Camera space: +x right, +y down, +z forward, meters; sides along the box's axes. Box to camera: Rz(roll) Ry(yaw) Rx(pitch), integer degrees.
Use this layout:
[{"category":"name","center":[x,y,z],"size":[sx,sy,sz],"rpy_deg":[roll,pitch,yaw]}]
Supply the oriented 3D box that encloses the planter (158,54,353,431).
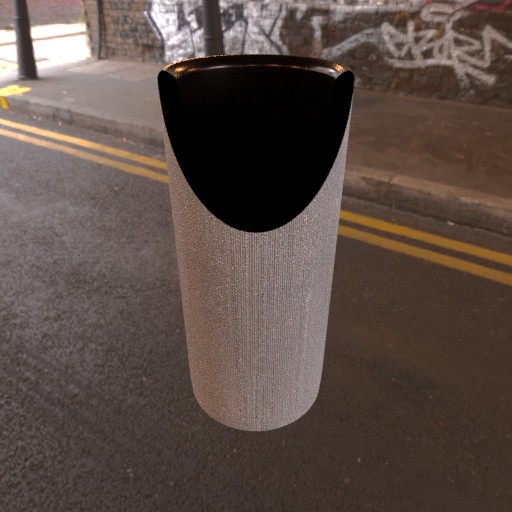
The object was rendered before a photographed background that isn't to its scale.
[{"category":"planter","center":[0.000,0.000,0.130],"size":[0.045,0.103,0.045],"rpy_deg":[-10,34,-15]}]
